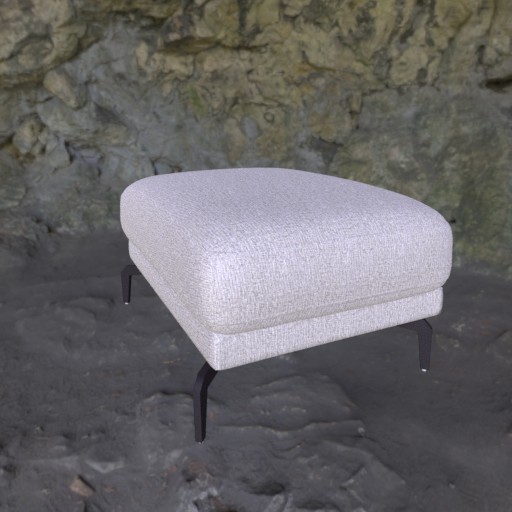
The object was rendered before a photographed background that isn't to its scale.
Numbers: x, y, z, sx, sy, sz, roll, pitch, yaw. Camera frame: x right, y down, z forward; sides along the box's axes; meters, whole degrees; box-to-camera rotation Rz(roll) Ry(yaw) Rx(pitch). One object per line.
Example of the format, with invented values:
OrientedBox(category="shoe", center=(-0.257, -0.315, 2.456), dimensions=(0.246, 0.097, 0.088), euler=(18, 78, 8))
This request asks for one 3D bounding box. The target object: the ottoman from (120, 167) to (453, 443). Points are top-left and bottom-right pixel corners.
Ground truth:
OrientedBox(category="ottoman", center=(0.000, 0.000, 1.121), dimensions=(0.568, 0.420, 0.772), euler=(-8, 19, -25))
